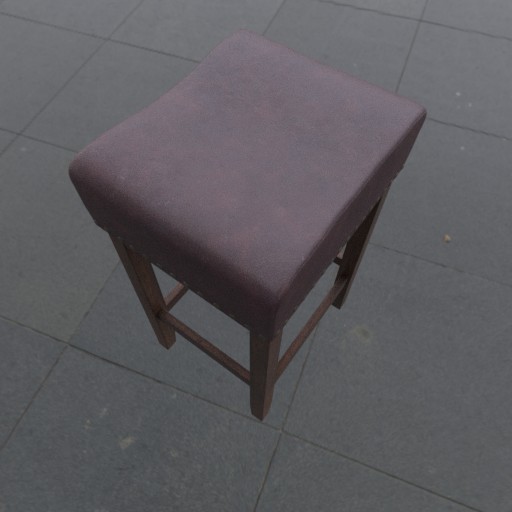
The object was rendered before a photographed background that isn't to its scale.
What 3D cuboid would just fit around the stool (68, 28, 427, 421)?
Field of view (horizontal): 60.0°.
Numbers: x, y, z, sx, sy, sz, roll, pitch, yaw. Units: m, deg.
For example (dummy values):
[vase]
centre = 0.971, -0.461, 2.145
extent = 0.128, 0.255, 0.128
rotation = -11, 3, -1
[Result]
[stool]
centre = 0.000, 0.000, 1.027
extent = 0.401, 0.769, 0.465
rotation = 32, 64, 18
